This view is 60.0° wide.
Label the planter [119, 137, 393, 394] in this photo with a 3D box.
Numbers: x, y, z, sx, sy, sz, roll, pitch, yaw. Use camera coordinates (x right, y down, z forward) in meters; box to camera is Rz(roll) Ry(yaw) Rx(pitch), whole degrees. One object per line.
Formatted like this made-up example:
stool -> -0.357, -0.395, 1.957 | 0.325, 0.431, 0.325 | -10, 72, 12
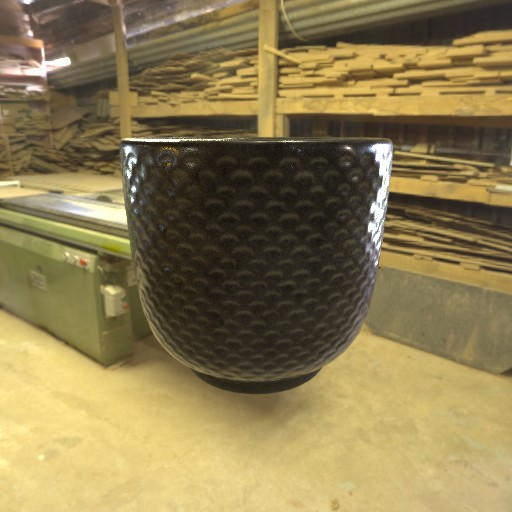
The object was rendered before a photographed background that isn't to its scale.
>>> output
planter -> 0.000, 0.000, 0.251 | 0.140, 0.129, 0.140 | 0, 15, 0
